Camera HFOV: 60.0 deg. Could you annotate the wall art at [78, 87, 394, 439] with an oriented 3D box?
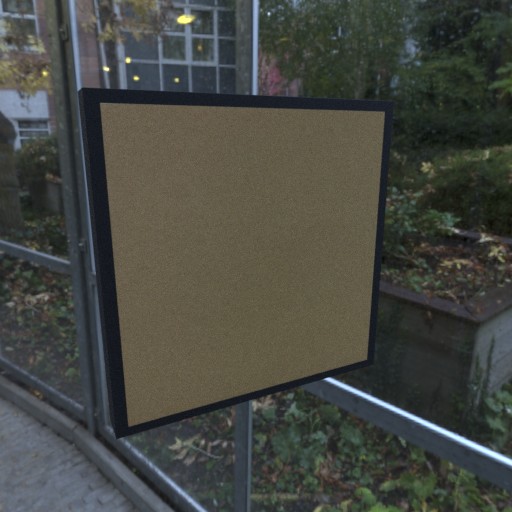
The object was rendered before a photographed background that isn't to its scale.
[{"bbox_3d":[0.000,0.000,0.449,0.305,0.304,0.033,-8,17,-26],"label":"wall art"}]
